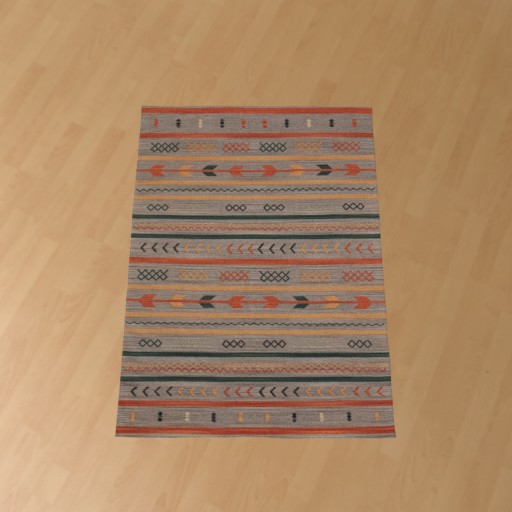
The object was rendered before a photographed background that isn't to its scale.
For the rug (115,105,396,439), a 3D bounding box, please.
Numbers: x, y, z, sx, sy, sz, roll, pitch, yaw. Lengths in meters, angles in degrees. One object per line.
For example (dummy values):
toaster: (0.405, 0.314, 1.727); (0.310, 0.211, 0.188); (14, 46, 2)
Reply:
rug: (0.000, 0.000, 3.945); (2.263, 0.022, 3.029); (0, 75, 0)
